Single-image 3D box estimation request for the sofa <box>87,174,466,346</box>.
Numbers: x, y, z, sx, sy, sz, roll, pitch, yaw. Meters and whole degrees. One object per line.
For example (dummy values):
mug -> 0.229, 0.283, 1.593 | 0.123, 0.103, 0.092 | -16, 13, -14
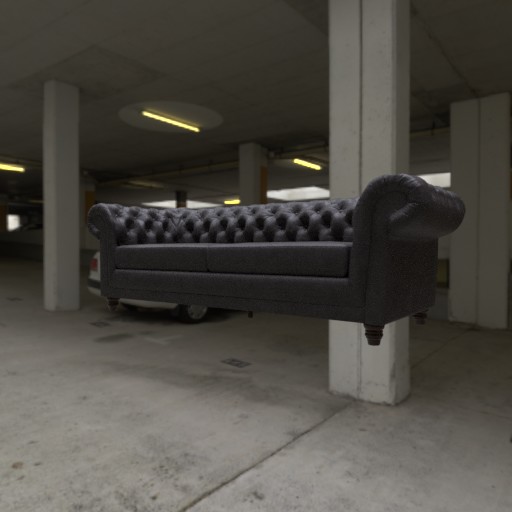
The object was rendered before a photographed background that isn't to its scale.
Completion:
sofa -> 0.000, 0.000, 2.870 | 2.385, 0.783, 0.944 | 0, 1, 36
